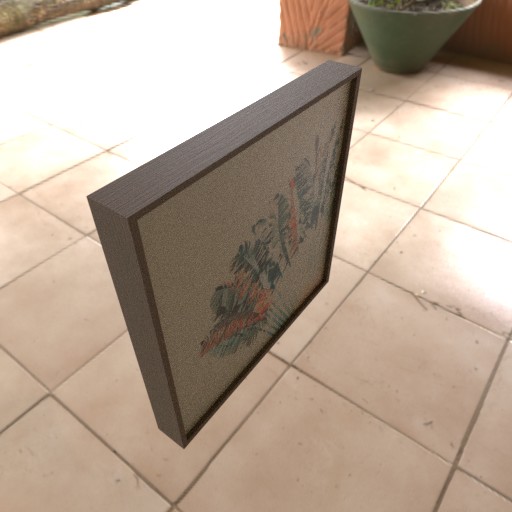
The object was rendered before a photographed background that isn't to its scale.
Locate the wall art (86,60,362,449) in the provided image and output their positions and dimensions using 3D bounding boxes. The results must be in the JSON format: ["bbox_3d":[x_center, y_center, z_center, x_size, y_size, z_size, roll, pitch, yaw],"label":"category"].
[{"bbox_3d":[0.000,0.000,0.460,0.038,0.303,0.304,26,49,26],"label":"wall art"}]
